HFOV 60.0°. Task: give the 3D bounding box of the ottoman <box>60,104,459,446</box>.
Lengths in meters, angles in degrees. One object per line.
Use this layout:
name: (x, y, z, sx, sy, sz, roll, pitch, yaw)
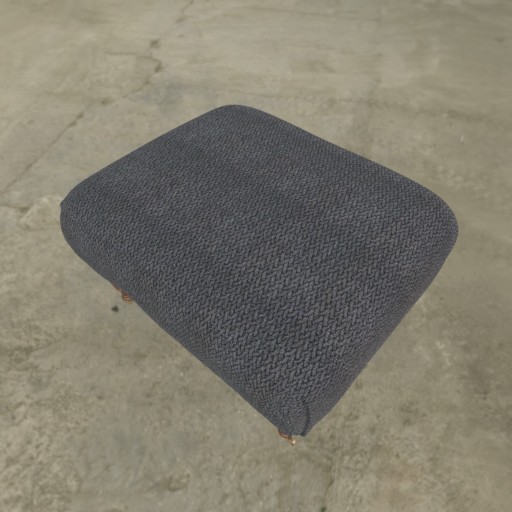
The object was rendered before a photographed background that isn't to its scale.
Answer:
ottoman: (0.000, 0.000, 1.095, 0.747, 0.450, 0.622, 33, 56, 26)
